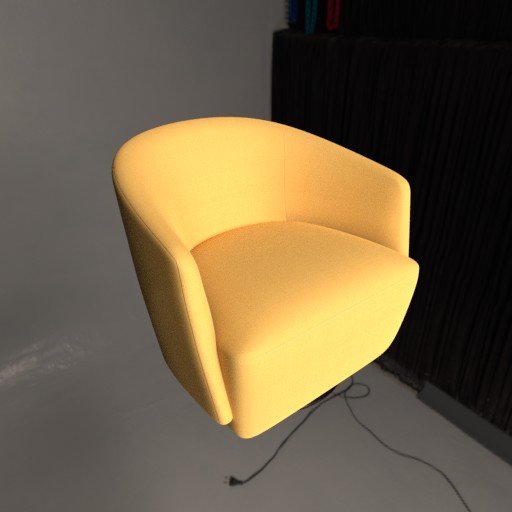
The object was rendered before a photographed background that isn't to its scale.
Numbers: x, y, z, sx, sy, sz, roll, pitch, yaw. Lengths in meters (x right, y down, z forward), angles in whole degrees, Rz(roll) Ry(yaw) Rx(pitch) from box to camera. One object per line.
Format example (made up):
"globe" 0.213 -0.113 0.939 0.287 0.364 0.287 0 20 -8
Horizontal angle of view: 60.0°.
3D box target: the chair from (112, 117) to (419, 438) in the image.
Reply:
"chair" 0.000 0.000 1.354 0.773 0.698 0.767 -21 35 -33
